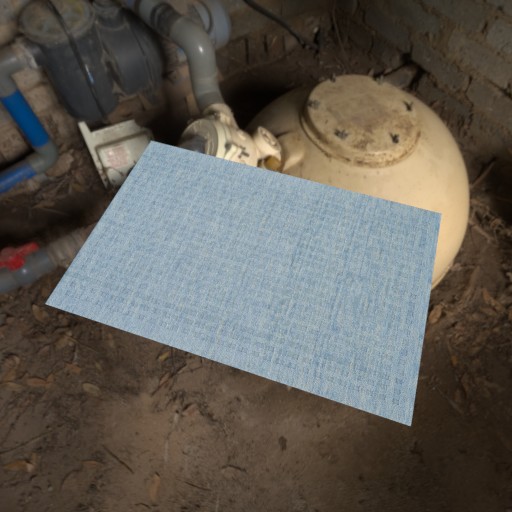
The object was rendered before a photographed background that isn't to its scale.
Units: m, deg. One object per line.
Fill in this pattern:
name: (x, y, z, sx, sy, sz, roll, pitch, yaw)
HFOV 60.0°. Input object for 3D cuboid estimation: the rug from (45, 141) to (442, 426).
rug: (0.000, 0.000, 2.979, 2.286, 0.006, 1.522, 16, 59, 10)
